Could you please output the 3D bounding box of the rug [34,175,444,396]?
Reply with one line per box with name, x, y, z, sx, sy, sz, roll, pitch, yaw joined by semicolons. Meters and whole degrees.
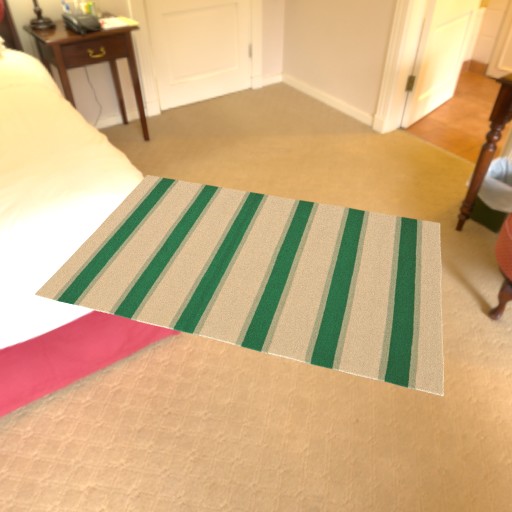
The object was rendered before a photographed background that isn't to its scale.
rug;0.000;0.000;3.046;2.436;0.015;1.521;11;42;13
